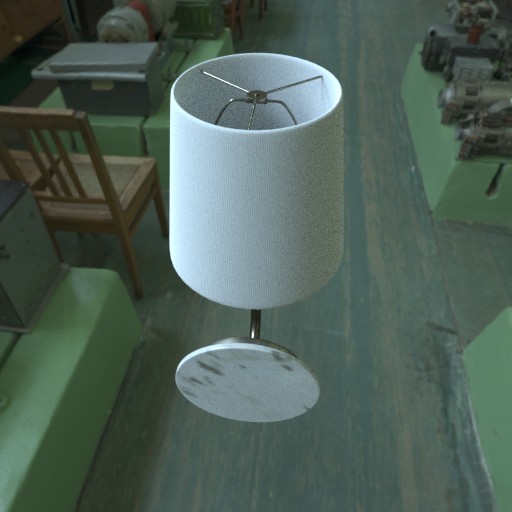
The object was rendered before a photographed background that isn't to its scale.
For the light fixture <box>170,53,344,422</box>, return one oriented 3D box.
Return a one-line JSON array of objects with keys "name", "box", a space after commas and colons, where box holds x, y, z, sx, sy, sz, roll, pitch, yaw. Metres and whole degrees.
[{"name": "light fixture", "box": [0.000, 0.000, 0.439, 0.168, 0.337, 0.188, 4, 45, 4]}]
